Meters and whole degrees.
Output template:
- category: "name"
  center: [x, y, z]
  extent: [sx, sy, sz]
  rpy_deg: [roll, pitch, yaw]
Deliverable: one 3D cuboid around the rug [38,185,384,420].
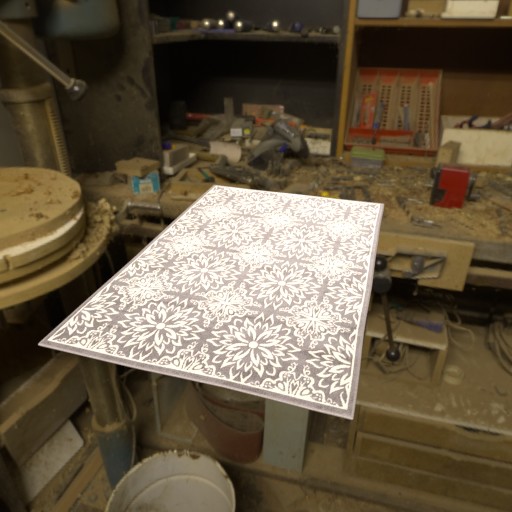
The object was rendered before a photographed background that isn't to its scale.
- category: "rug"
  center: [0.000, 0.000, 2.345]
  extent: [1.224, 0.012, 1.847]
  rpy_deg: [9, 31, 15]
